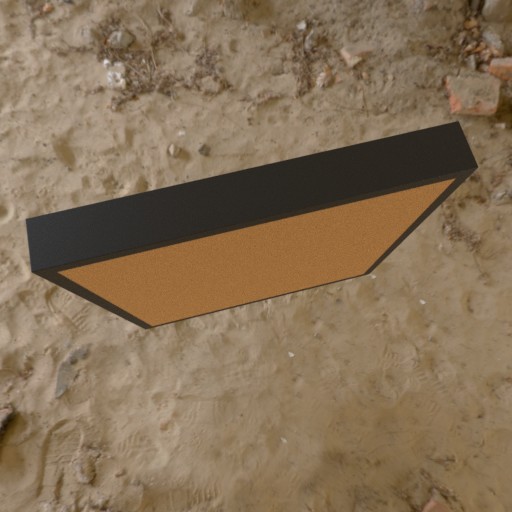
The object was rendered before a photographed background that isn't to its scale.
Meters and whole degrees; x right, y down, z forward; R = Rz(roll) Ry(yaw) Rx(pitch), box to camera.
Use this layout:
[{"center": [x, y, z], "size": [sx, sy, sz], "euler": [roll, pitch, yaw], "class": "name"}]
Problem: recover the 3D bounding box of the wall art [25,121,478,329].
[{"center": [0.000, 0.000, 0.442], "size": [0.304, 0.304, 0.038], "euler": [-14, 74, -4], "class": "wall art"}]
